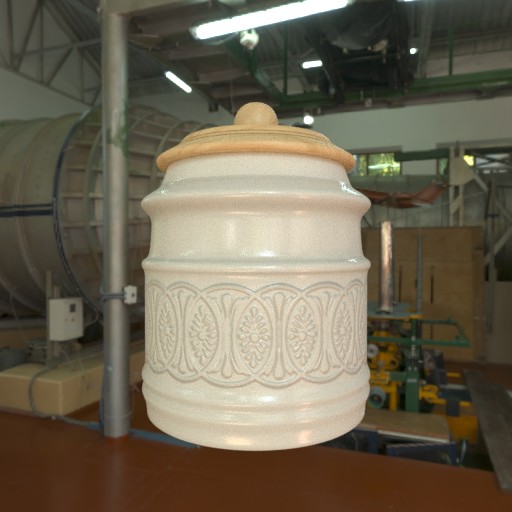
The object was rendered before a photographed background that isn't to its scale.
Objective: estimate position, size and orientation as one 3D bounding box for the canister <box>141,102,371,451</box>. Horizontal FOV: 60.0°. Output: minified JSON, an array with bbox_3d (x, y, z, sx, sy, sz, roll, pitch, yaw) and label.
[{"bbox_3d":[0.000,0.000,0.259,0.130,0.176,0.130,0,1,0],"label":"canister"}]
